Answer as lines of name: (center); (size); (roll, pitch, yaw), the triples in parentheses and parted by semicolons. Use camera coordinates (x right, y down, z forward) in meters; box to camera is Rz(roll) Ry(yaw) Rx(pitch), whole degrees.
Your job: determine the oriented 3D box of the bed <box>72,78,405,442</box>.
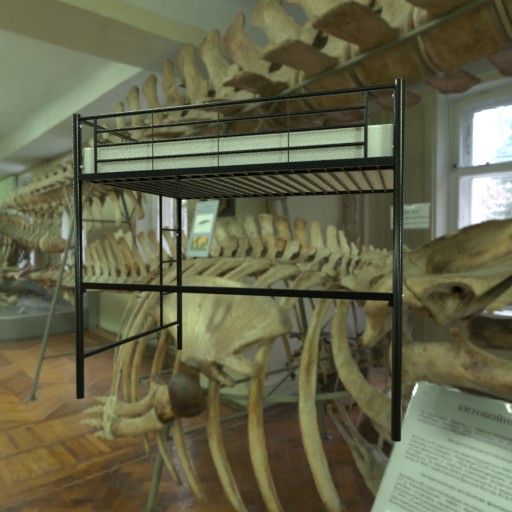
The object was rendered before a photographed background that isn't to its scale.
bed: (0.000, 0.000, 3.158); (1.994, 1.803, 1.397); (1, 2, 18)
